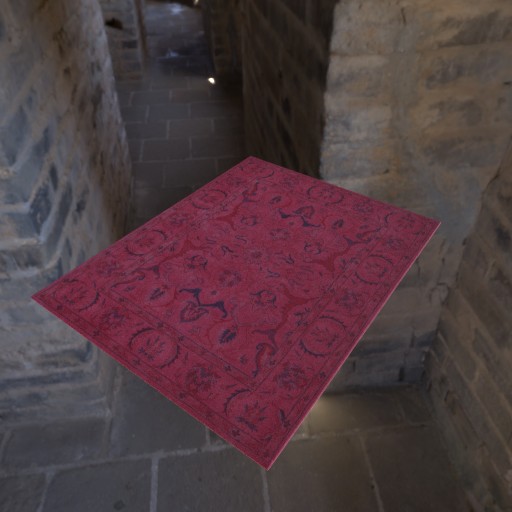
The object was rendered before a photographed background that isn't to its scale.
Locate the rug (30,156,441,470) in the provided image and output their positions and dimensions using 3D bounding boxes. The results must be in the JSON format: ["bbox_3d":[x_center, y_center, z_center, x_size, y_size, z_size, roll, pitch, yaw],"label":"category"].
[{"bbox_3d":[0.000,0.000,3.899,2.300,0.012,2.929,25,46,27],"label":"rug"}]
